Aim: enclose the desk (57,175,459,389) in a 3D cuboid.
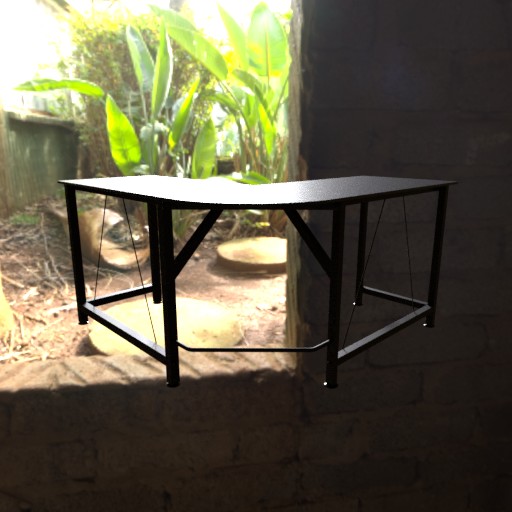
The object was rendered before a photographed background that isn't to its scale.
[{"bbox_3d":[0.000,0.000,2.280,1.400,0.762,1.400,-13,19,-42],"label":"desk"}]
